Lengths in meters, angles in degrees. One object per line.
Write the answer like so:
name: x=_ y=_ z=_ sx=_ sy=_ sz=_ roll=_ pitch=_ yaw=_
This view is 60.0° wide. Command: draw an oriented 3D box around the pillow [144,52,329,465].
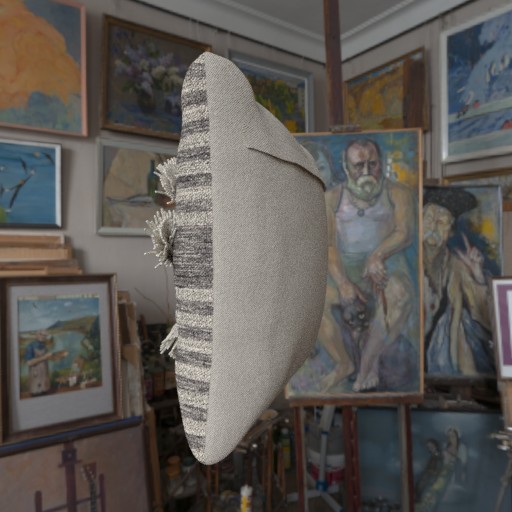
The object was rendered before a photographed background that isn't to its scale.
pillow: x=0.000 y=0.000 z=0.750 sx=0.234 sy=0.490 sz=0.484 roll=0 pitch=0 yaw=17
